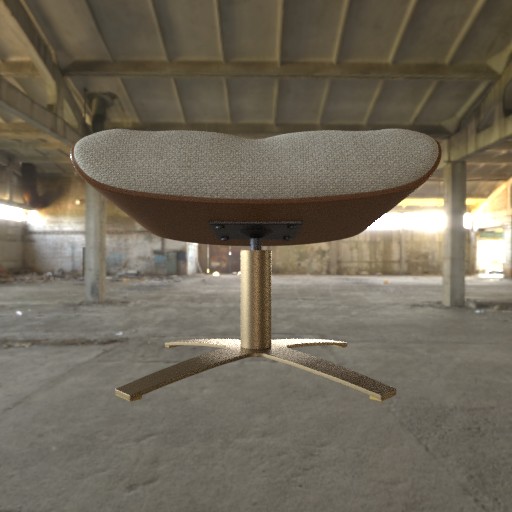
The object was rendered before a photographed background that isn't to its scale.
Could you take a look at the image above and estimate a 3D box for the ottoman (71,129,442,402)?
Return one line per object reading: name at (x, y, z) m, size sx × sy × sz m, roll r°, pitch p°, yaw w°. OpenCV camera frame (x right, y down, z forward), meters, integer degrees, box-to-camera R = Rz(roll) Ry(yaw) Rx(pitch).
ottoman at (0.000, 0.000, 0.789) m, size 0.520 × 0.391 × 0.394 m, roll 0°, pitch 0°, yaw 0°
